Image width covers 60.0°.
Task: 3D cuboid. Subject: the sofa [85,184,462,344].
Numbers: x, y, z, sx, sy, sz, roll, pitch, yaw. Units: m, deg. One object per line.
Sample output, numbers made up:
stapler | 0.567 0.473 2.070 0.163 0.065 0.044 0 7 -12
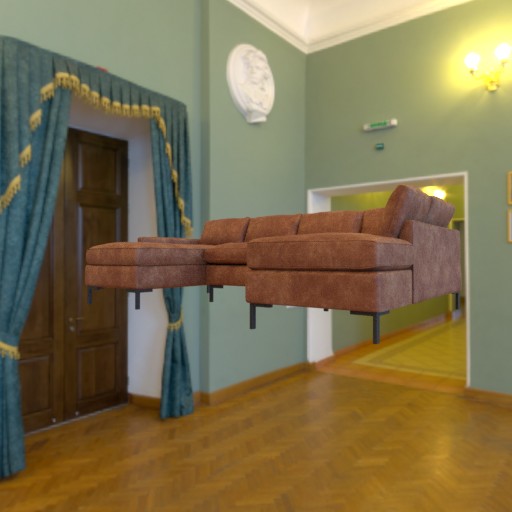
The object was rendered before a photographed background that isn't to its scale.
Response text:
sofa | 0.000 0.000 3.845 2.956 0.900 1.939 0 0 37
